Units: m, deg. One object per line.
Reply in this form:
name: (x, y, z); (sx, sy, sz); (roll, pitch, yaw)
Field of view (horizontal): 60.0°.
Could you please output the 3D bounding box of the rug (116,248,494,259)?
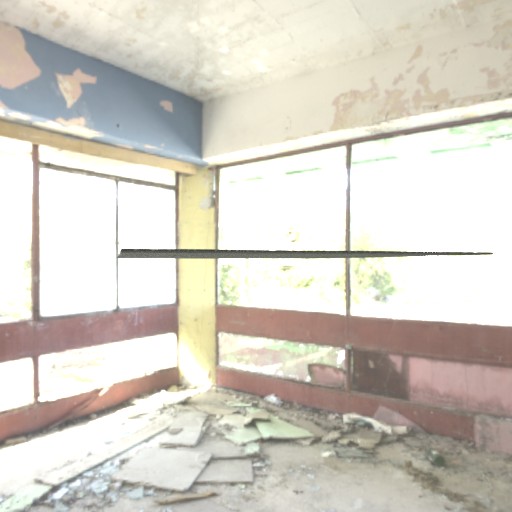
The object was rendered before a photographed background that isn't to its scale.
rug: (0.000, 0.000, 4.102); (2.456, 0.021, 3.042); (0, -1, -18)
